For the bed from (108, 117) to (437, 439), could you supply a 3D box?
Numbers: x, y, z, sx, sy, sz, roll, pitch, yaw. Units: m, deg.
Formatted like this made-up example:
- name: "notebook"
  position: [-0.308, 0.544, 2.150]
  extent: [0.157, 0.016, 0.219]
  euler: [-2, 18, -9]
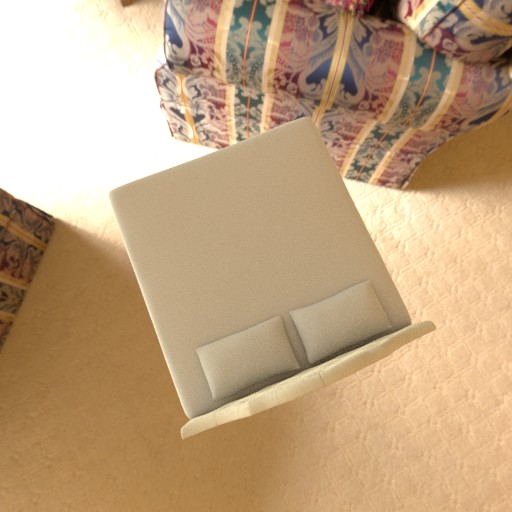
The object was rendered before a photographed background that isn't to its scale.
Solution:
- name: "bed"
  position: [0.000, 0.000, 3.527]
  extent: [2.012, 1.555, 2.086]
  euler: [-22, 77, -5]
